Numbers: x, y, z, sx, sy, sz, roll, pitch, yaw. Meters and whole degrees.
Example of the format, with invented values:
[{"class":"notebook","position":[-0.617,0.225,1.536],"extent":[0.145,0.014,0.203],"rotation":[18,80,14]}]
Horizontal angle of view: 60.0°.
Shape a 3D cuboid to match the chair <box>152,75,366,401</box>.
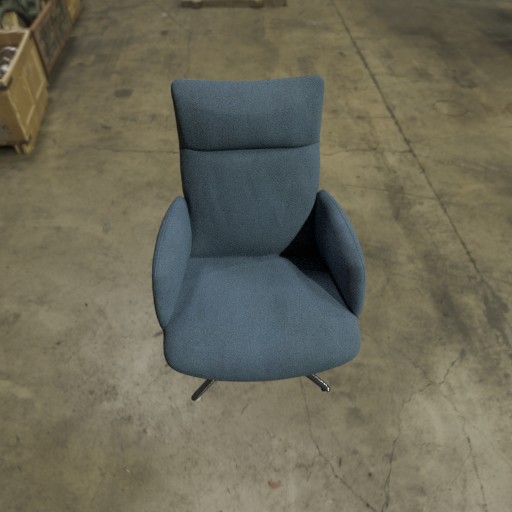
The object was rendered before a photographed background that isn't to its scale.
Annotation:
[{"class":"chair","position":[0.000,0.000,1.654],"extent":[0.711,1.016,0.889],"rotation":[-3,47,-3]}]
